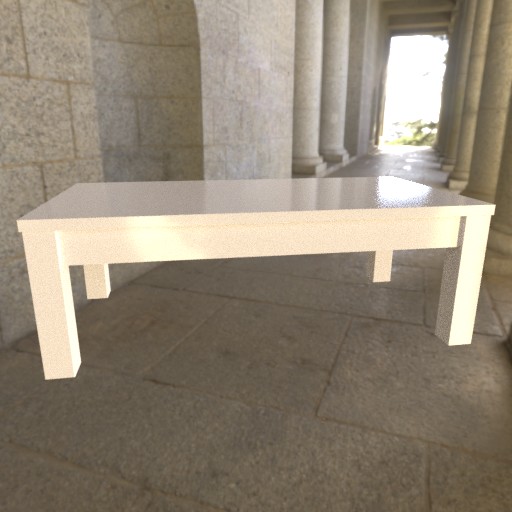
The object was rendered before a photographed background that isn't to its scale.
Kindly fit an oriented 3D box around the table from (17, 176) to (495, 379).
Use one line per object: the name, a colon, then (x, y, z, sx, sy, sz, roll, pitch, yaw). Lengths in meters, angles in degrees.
table: (0.000, 0.000, 1.632, 1.350, 0.470, 0.700, -3, 17, -9)
